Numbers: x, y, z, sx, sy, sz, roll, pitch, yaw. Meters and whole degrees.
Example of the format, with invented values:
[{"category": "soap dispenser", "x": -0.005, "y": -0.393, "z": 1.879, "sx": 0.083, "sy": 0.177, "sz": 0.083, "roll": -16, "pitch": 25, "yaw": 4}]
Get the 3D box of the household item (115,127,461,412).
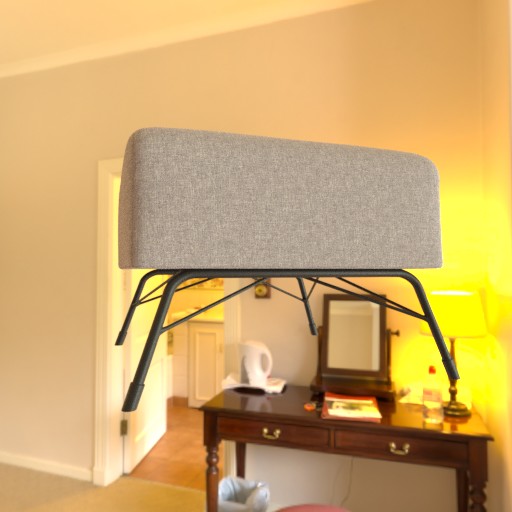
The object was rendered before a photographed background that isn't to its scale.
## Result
[{"category": "household item", "x": 0.000, "y": 0.000, "z": 0.891, "sx": 0.530, "sy": 0.410, "sz": 0.530, "roll": 1, "pitch": -2, "yaw": -19}]
